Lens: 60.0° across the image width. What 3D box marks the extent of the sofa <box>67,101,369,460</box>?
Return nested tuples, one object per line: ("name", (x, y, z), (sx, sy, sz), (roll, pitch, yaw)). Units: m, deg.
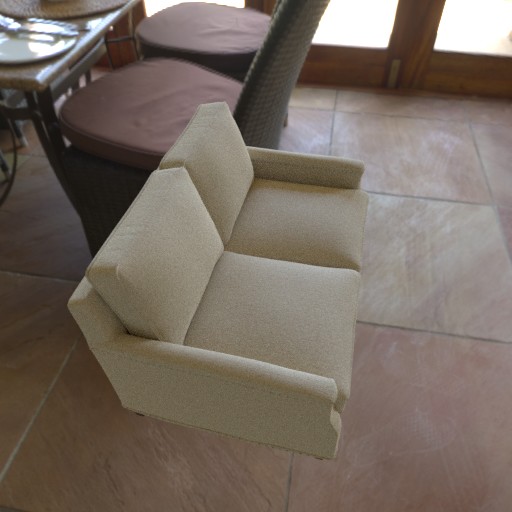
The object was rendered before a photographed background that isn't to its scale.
("sofa", (0.000, 0.000, 2.277), (1.084, 1.003, 1.597), (10, 46, 10))
